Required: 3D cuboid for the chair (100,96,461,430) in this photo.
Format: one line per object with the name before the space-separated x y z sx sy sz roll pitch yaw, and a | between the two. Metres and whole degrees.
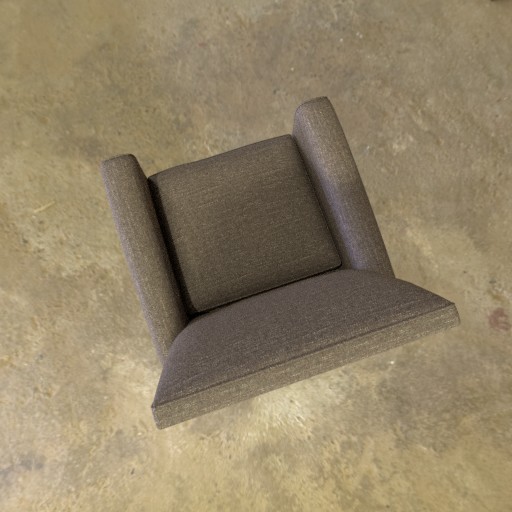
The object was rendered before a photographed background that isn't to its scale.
chair | 0.000 0.000 1.562 0.838 0.885 0.875 -18 75 -5
